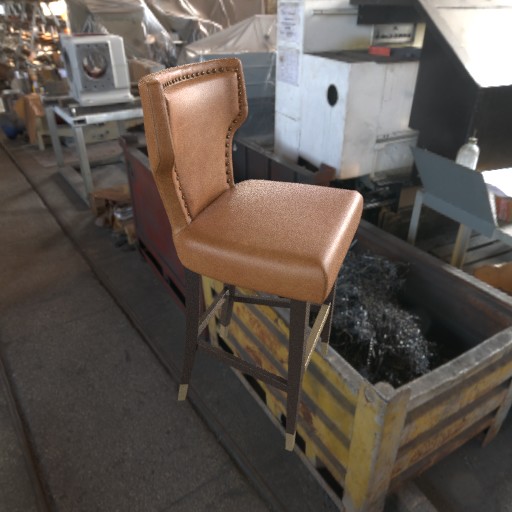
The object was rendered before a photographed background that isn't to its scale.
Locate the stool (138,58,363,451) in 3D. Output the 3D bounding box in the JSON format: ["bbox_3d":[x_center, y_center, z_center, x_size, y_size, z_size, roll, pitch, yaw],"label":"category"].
[{"bbox_3d":[0.000,0.000,1.399,0.563,1.092,0.526,11,32,18],"label":"stool"}]
